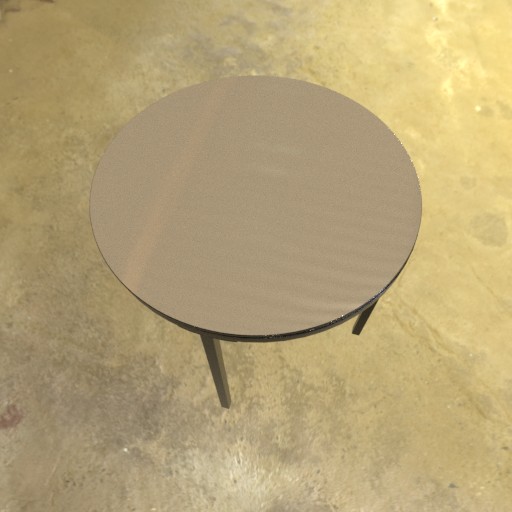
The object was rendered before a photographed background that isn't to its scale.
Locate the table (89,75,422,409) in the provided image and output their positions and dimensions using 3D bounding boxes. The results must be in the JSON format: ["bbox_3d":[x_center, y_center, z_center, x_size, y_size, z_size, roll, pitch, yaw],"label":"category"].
[{"bbox_3d":[0.000,0.000,0.865,0.499,0.443,0.499,0,59,0],"label":"table"}]
